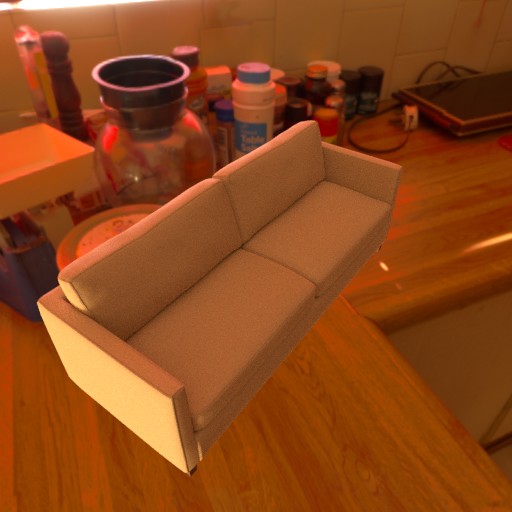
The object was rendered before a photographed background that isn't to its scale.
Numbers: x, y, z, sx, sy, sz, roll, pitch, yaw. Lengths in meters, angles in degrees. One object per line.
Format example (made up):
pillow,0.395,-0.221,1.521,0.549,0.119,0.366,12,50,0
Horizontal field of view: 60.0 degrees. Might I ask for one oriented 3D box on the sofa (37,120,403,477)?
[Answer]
sofa,0.000,0.000,2.816,0.951,0.968,2.361,25,46,27
